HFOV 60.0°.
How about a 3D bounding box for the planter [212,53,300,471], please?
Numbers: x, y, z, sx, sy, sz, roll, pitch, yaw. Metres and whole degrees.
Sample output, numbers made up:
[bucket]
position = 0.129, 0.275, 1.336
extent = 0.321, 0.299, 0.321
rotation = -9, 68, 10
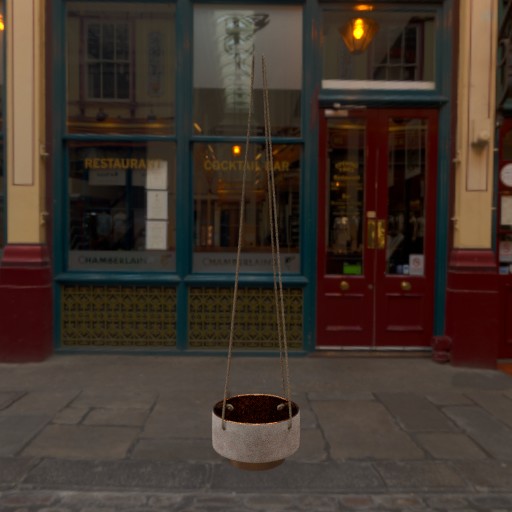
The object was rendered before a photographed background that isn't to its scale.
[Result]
[planter]
position = 0.000, 0.000, 1.133
extent = 0.223, 1.030, 0.223
rotation = 0, 1, -1
